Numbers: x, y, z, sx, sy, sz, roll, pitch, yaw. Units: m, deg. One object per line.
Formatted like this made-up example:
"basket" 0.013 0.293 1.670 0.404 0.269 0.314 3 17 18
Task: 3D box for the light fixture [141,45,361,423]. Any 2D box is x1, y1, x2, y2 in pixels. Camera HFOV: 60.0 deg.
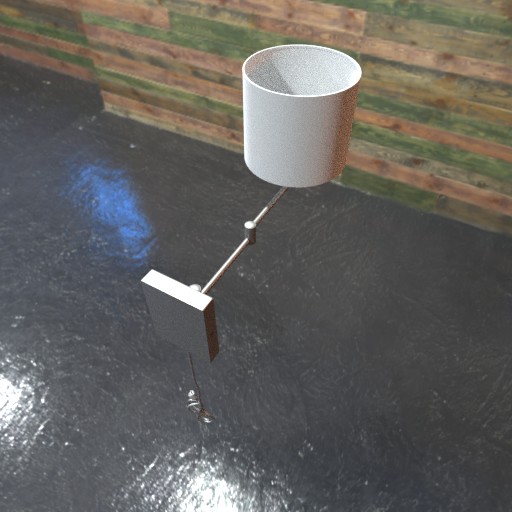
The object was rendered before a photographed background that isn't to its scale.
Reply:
"light fixture" 0.000 0.000 0.905 0.203 0.651 0.516 23 51 20
